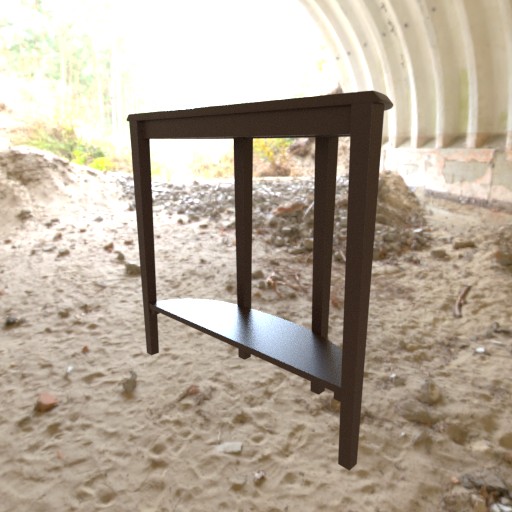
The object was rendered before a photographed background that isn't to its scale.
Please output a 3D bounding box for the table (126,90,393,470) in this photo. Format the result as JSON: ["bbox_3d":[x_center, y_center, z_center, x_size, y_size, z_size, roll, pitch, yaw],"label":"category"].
[{"bbox_3d":[0.000,0.000,1.313,0.909,0.831,0.274,13,19,43],"label":"table"}]
